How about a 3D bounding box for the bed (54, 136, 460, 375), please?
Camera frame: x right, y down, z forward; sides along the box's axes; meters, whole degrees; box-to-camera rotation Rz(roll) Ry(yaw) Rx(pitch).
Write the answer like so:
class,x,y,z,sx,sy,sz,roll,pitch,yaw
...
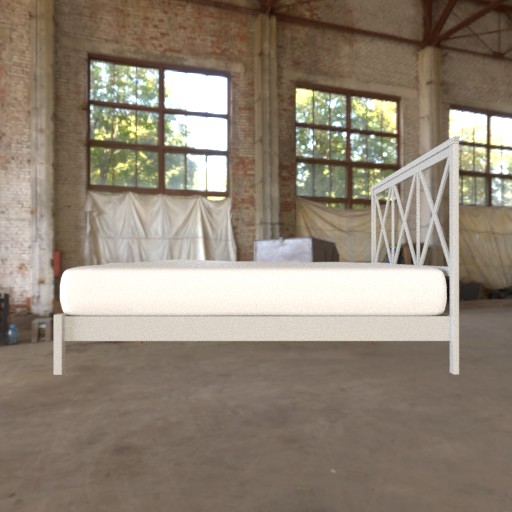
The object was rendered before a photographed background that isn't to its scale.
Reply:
class,x,y,z,sx,sy,sz,roll,pitch,yaw
bed,0.000,0.000,3.152,2.135,1.253,1.673,0,0,0
